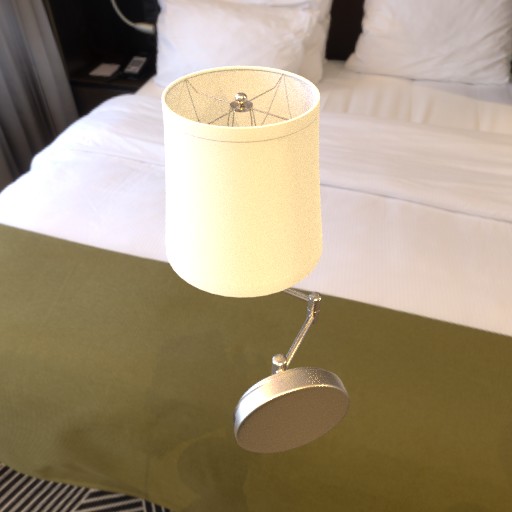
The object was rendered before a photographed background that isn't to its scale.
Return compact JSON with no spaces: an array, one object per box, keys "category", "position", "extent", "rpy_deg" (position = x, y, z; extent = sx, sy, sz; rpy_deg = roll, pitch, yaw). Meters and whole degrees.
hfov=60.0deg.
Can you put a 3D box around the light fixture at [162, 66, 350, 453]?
[{"category":"light fixture","position":[0.000,0.000,0.577],"extent":[0.223,0.381,0.348],"rpy_deg":[-10,43,-12]}]
